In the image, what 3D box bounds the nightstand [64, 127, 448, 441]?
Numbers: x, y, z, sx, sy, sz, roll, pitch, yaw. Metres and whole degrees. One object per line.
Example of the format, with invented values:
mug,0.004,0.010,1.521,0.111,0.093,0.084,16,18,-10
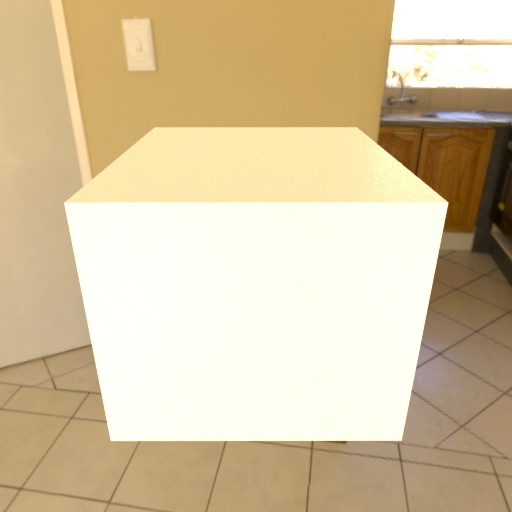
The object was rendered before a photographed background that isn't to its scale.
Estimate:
nightstand,0.000,0.000,0.758,0.408,0.351,0.470,0,26,0
